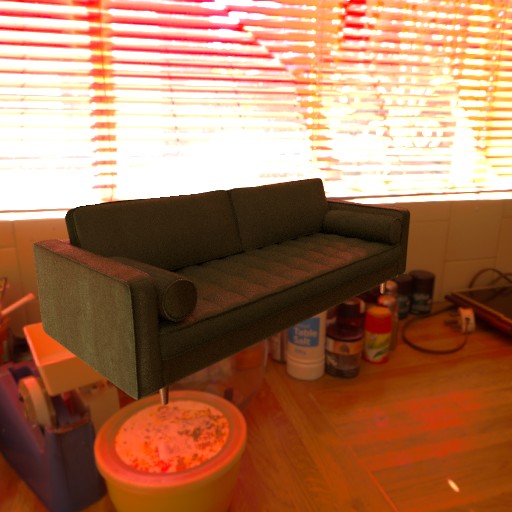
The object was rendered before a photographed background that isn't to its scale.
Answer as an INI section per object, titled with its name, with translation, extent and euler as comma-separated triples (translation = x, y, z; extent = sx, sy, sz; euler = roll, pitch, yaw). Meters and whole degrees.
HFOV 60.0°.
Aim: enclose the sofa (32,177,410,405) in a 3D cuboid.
[sofa]
translation = 0.000, 0.000, 2.635
extent = 0.918, 0.769, 2.199
euler = 14, 21, 42
